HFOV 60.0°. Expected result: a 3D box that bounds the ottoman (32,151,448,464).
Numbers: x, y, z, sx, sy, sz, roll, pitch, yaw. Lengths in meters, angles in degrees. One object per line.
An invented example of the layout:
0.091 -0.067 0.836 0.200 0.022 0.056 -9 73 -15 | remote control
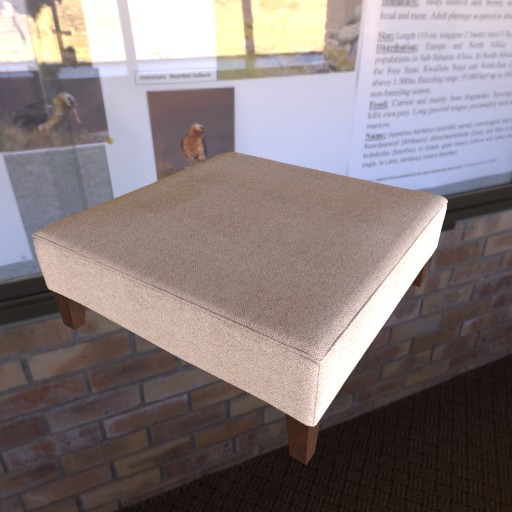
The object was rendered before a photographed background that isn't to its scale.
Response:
0.000 0.000 1.497 0.973 0.381 0.982 19 35 29 | ottoman
